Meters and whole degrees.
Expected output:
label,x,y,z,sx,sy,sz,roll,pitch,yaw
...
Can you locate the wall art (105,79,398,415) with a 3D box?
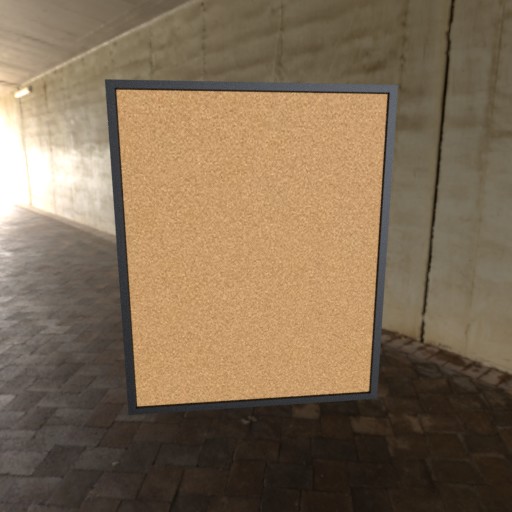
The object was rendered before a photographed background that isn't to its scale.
label,x,y,z,sx,sy,sz,roll,pitch,yaw
wall art,0.000,0.000,0.763,0.457,0.559,0.029,-2,13,-7
